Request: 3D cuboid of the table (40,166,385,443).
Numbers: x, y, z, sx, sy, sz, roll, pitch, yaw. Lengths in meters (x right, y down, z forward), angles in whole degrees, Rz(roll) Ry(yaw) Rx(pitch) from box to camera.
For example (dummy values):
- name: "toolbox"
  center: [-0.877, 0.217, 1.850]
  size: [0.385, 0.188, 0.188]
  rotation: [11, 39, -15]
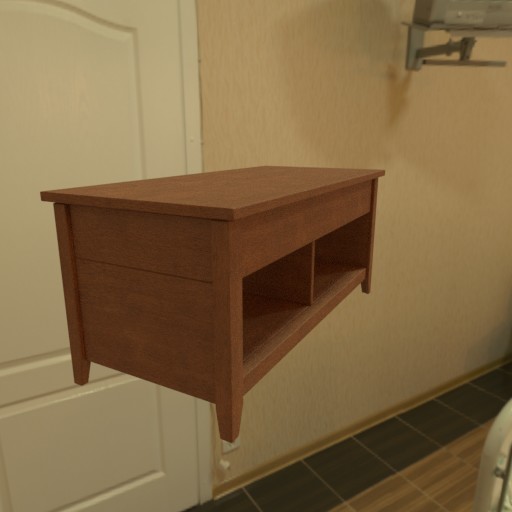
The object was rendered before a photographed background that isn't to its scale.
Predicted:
- name: "table"
  center: [0.000, 0.000, 1.312]
  size: [0.483, 0.457, 1.016]
  rotation: [8, 17, 28]
